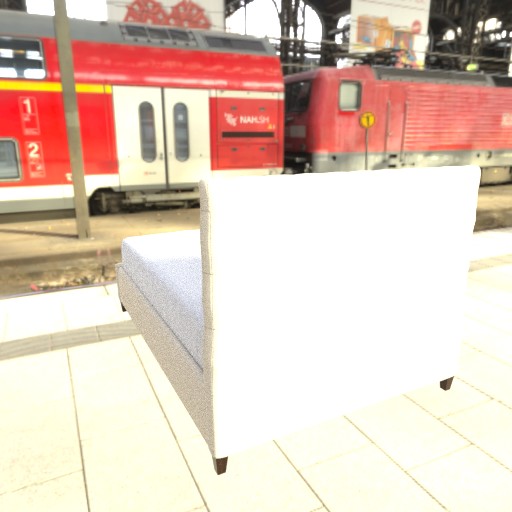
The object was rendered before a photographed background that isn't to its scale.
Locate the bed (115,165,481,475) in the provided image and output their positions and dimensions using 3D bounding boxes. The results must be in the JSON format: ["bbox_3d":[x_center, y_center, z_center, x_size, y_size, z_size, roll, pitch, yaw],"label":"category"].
[{"bbox_3d":[0.000,0.000,3.321,1.698,1.427,2.387,-8,18,-26],"label":"bed"}]
